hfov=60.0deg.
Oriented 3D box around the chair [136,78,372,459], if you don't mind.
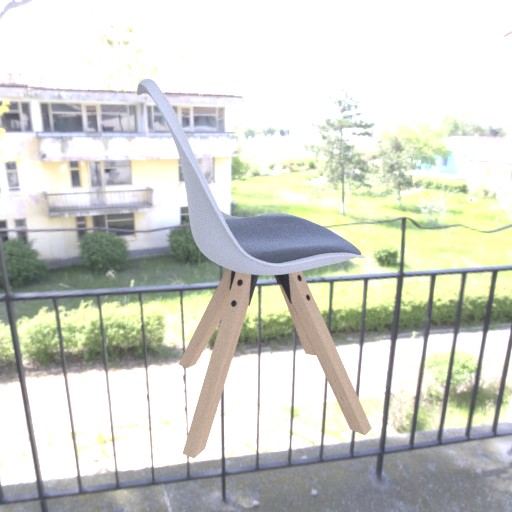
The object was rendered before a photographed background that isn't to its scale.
[{"bbox_3d":[0.000,0.000,1.173,0.550,0.850,0.485,-3,17,-10],"label":"chair"}]
